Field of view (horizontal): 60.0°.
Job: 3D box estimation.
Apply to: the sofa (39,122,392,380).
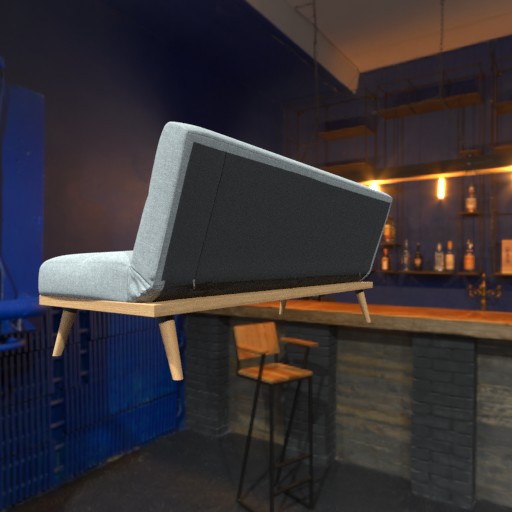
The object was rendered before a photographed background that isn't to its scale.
[{"bbox_3d":[0.000,0.000,2.223,0.800,0.800,1.820,0,-1,36],"label":"sofa"}]
